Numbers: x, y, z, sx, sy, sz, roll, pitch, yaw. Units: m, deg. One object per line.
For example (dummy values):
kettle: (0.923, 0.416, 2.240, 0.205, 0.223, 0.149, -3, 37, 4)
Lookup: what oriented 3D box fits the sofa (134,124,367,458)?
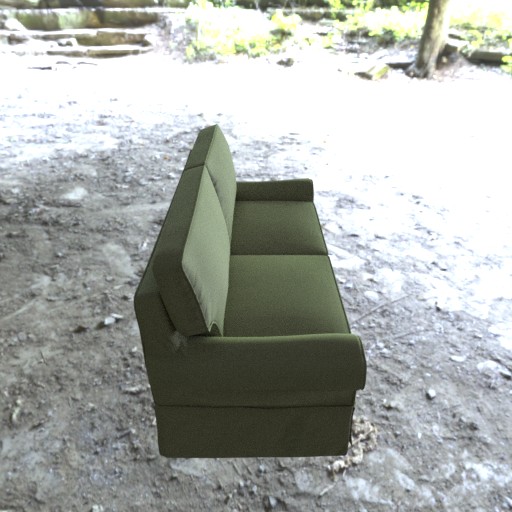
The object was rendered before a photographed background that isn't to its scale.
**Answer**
sofa: (0.000, 0.000, 2.358, 0.841, 1.024, 1.823, 0, 31, 0)
